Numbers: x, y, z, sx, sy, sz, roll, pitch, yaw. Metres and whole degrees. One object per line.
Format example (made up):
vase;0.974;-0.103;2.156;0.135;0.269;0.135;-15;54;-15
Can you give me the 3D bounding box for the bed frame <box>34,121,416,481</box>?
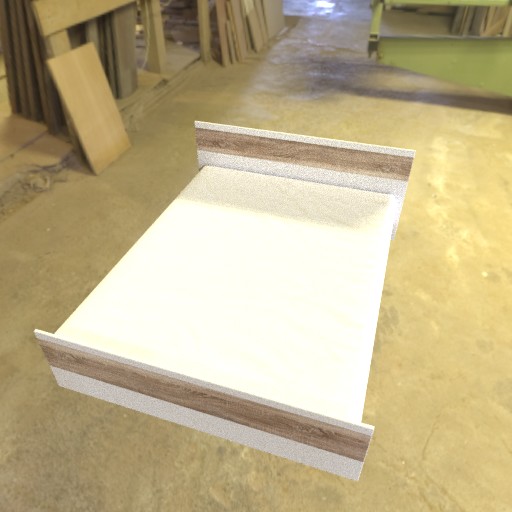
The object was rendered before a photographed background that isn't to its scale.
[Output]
bed frame;0.000;0.000;2.868;1.720;0.800;2.060;12;40;14
